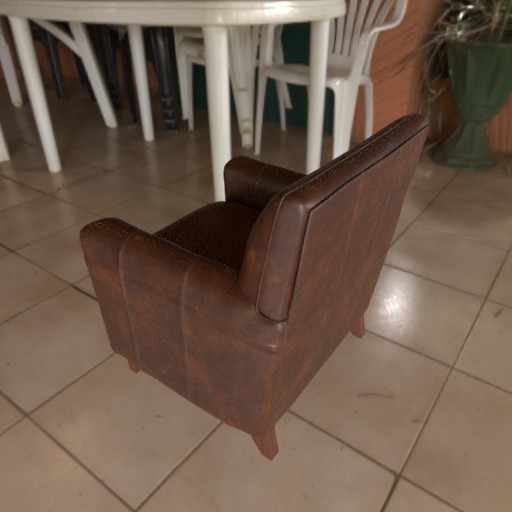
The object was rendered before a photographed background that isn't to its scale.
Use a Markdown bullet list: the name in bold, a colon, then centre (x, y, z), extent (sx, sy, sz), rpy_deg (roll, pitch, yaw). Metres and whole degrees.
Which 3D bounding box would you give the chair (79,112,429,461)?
- **chair**: centre (0.000, 0.000, 1.576), extent (0.823, 0.943, 0.870), rpy_deg (20, 37, 29)
